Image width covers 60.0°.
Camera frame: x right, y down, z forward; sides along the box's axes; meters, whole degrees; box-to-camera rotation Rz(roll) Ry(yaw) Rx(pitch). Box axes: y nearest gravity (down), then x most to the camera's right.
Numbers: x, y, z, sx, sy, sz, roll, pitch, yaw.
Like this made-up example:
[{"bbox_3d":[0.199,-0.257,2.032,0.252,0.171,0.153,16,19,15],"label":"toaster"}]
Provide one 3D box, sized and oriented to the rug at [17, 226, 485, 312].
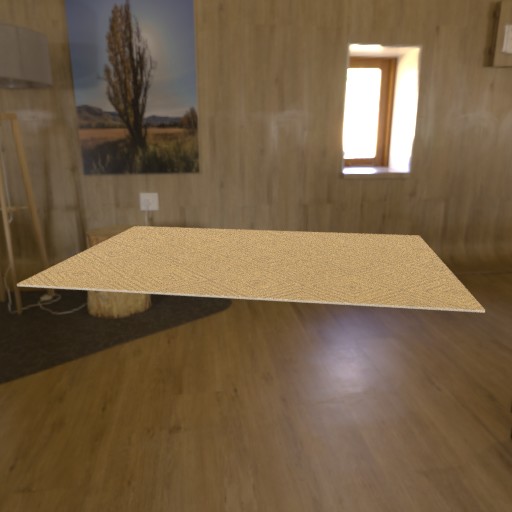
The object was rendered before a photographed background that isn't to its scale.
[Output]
[{"bbox_3d":[0.000,0.000,2.176,1.753,0.008,1.143,2,16,8],"label":"rug"}]
